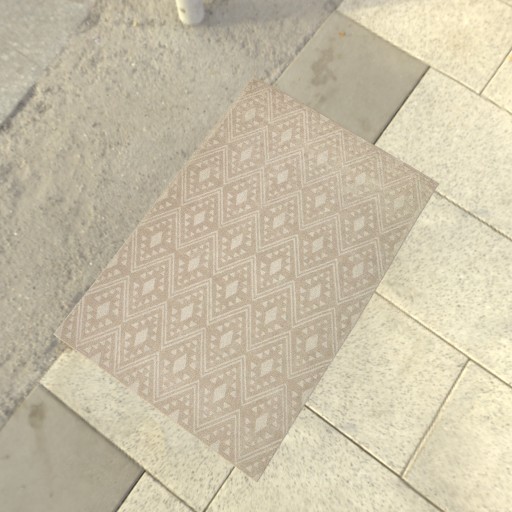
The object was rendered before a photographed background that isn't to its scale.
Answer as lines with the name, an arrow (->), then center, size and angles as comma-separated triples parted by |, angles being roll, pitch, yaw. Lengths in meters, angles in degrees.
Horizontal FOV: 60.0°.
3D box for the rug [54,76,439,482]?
rug -> 0.000, 0.000, 2.360 | 1.252, 0.034, 1.829 | 33, 78, 8
